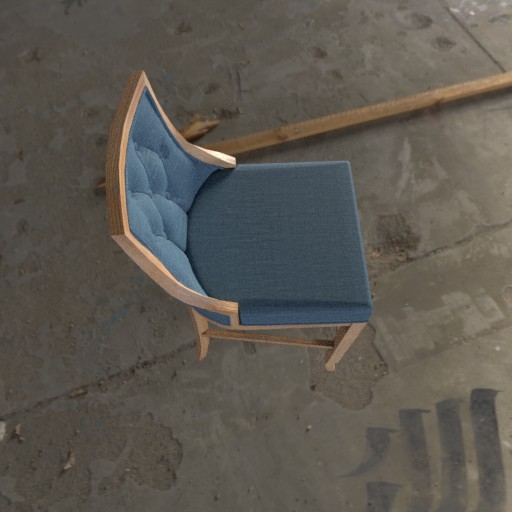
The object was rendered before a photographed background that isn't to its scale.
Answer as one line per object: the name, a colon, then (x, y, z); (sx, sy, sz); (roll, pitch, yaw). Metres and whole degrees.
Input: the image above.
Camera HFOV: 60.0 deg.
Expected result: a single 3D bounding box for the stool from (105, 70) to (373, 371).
stool: (0.000, 0.000, 1.428); (0.626, 1.101, 0.524); (-2, 64, -1)
